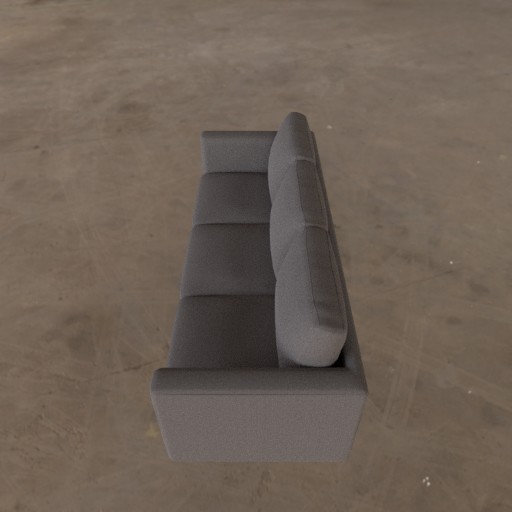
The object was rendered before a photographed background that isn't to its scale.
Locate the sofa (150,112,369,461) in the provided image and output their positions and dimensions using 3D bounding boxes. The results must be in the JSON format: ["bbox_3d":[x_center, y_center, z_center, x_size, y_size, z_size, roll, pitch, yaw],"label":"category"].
[{"bbox_3d":[0.000,0.000,2.459,0.802,0.912,2.029,0,42,0],"label":"sofa"}]
